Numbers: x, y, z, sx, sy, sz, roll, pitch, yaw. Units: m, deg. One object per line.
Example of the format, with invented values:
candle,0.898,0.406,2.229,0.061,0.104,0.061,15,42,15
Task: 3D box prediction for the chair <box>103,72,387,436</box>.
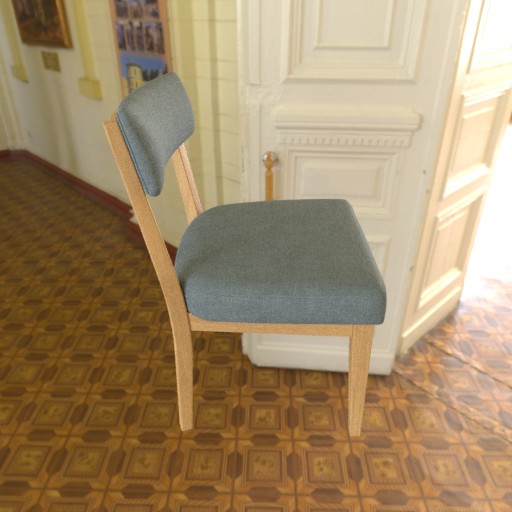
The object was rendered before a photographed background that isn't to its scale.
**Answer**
chair,0.000,0.000,1.152,0.572,0.832,0.508,0,30,1
